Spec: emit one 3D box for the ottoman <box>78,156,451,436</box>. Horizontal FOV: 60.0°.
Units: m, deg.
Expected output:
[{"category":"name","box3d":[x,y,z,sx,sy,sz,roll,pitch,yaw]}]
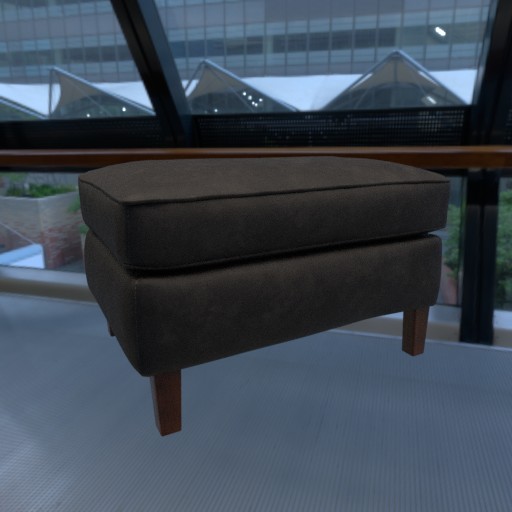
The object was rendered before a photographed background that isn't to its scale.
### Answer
[{"category":"ottoman","box3d":[0.000,0.000,0.965,0.665,0.413,0.501,-8,17,-27]}]
